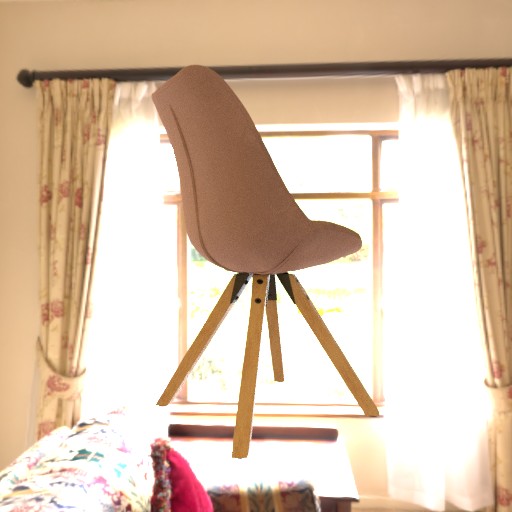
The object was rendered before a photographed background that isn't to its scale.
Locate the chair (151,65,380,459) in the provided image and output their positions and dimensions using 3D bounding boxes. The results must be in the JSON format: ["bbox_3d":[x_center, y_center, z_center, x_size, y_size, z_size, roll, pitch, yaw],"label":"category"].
[{"bbox_3d":[0.000,0.000,1.212,0.550,0.850,0.485,0,0,-36],"label":"chair"}]
